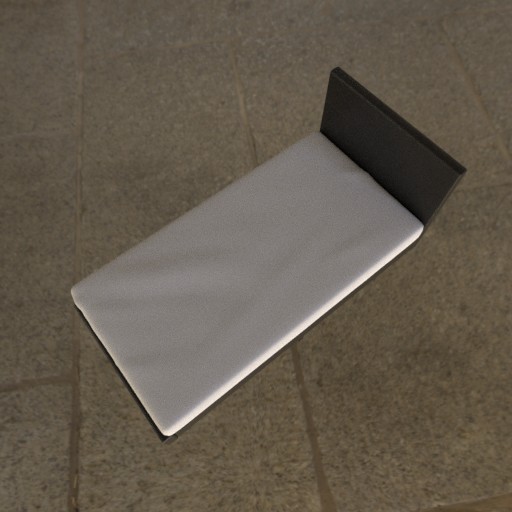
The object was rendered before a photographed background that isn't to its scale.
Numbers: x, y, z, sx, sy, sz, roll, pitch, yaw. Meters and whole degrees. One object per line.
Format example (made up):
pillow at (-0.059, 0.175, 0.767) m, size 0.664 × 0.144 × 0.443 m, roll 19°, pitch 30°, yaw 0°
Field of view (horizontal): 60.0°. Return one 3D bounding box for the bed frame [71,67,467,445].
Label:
bed frame at (0.000, 0.000, 2.574) m, size 2.152 × 1.046 × 1.038 m, roll -35°, pitch 69°, yaw -16°
